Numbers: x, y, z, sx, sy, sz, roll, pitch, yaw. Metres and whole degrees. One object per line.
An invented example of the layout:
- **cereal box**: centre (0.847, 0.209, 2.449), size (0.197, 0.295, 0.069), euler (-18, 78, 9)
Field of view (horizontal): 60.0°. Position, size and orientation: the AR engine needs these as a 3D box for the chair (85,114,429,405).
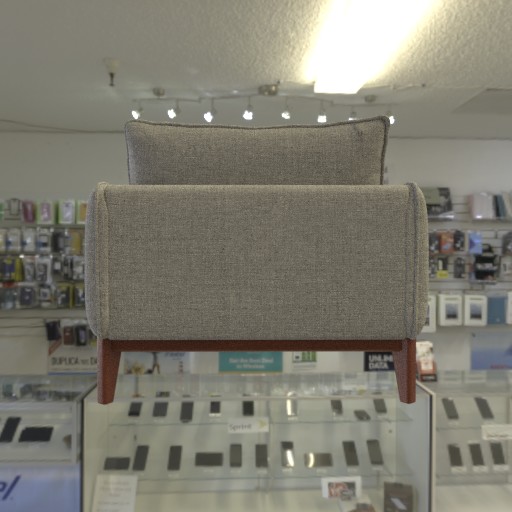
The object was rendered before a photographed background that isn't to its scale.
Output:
- **chair**: centre (0.000, 0.000, 1.686), size (0.993, 0.839, 0.976), euler (0, 0, 0)
